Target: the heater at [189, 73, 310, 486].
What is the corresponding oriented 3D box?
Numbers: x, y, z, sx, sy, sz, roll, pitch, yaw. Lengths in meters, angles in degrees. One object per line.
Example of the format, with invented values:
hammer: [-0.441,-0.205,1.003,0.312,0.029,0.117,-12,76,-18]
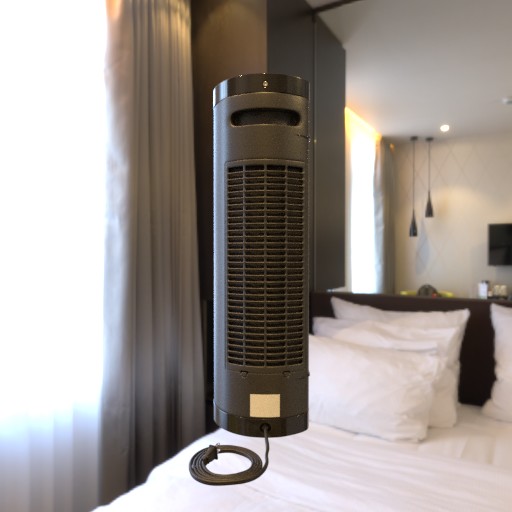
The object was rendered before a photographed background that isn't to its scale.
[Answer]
heater: [0.000,0.000,0.684,0.174,0.552,0.312,0,1,1]
